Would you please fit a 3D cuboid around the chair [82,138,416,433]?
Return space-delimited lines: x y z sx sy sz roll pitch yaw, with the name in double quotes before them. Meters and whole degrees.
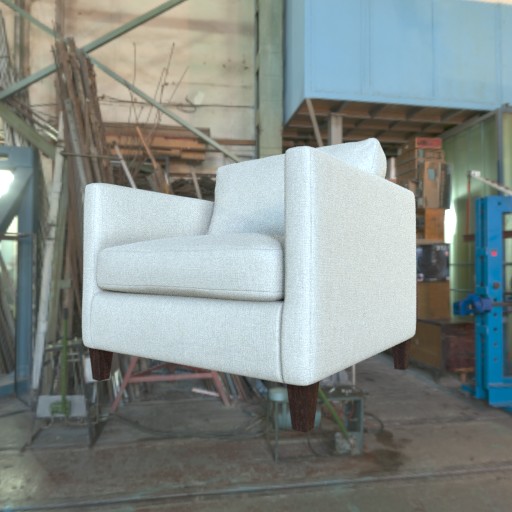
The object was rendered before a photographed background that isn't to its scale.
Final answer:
"chair" 0.000 0.000 1.739 0.996 0.919 0.959 -1 -1 35
